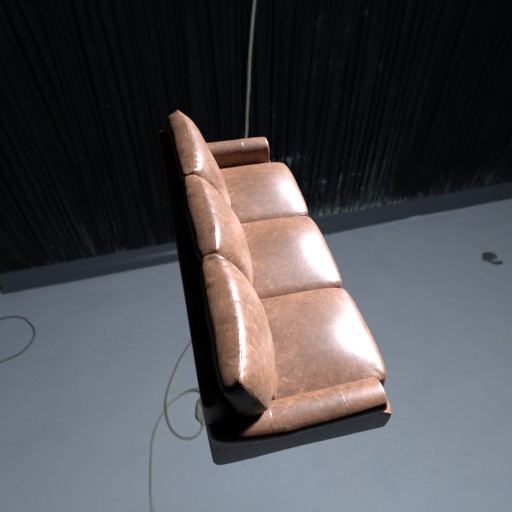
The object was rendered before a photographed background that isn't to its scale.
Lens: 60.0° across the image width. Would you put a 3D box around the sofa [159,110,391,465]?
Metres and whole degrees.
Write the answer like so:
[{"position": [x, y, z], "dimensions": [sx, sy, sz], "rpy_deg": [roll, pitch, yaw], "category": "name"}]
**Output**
[{"position": [0.000, 0.000, 2.824], "dimensions": [0.973, 0.977, 2.351], "rpy_deg": [-10, 47, -9], "category": "sofa"}]
